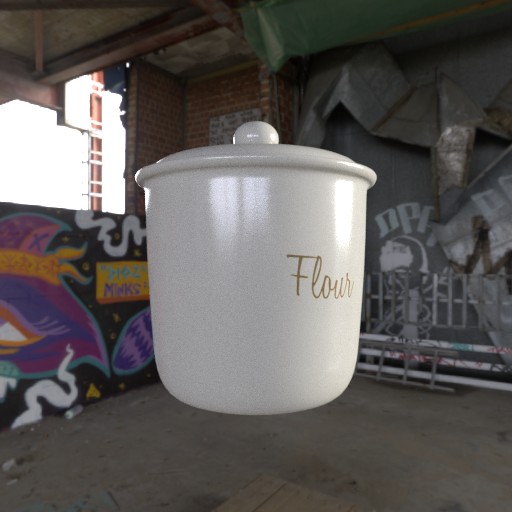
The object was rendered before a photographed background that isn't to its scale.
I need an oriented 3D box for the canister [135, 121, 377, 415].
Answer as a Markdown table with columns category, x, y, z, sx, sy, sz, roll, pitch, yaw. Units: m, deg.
| category | x | y | z | sx | sy | sz | roll | pitch | yaw |
| --- | --- | --- | --- | --- | --- | --- | --- | --- | --- |
| canister | 0.000 | 0.000 | 0.346 | 0.182 | 0.208 | 0.182 | 0 | 0 | 0 |
